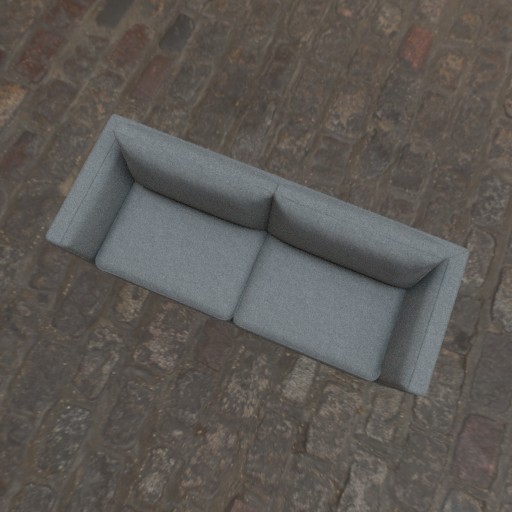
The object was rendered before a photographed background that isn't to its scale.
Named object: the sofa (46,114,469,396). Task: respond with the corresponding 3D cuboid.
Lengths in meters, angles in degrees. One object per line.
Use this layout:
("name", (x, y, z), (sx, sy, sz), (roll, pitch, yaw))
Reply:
("sofa", (0.000, 0.000, 2.678), (2.212, 1.002, 0.869), (22, 77, 5))
